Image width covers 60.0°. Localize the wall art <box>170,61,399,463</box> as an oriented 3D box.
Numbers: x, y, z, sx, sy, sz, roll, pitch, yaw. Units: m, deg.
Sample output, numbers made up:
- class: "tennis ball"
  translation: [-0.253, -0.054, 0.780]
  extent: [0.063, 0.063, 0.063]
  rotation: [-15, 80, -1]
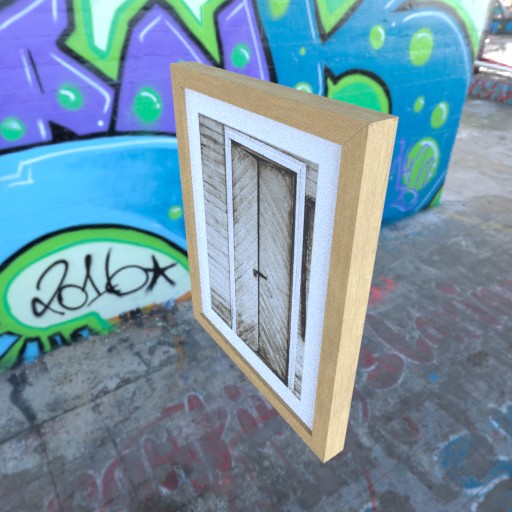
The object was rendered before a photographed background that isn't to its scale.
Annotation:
- class: "wall art"
  translation: [0.000, 0.000, 0.515]
  extent: [0.030, 0.380, 0.312]
  rotation: [-20, 37, -29]
